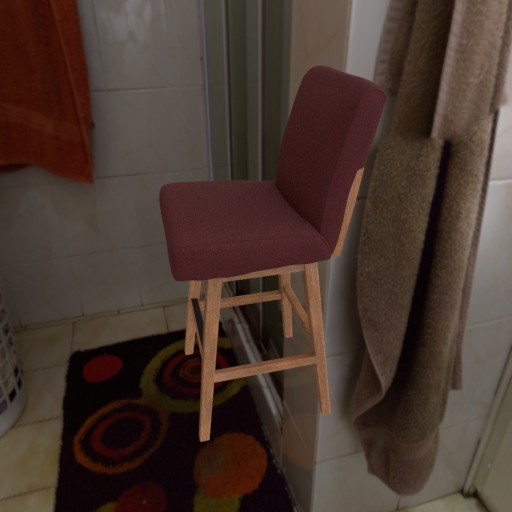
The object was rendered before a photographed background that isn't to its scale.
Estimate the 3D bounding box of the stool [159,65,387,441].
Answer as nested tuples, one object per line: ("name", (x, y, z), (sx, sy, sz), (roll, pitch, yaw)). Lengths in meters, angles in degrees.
("stool", (0.000, 0.000, 1.434), (0.562, 1.093, 0.468), (-7, 31, -12))
